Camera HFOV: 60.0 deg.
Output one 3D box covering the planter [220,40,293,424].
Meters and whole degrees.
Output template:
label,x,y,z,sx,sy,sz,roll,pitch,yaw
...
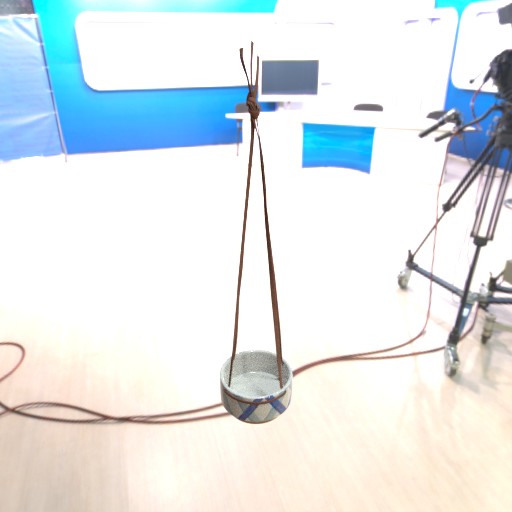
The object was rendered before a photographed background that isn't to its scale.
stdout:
label,x,y,z,sx,sy,sz,roll,pitch,yaw
planter,0.000,0.000,0.859,0.166,0.751,0.166,17,31,30
